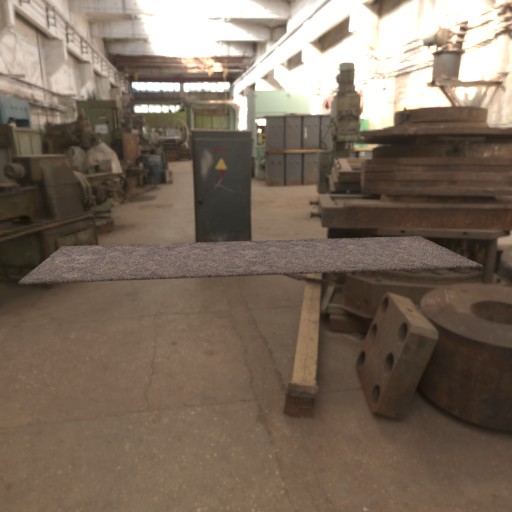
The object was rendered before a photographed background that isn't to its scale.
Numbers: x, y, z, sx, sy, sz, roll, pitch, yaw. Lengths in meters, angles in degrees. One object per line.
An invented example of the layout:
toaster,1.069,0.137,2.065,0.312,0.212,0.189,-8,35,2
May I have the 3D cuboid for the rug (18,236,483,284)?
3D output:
rug,0.000,0.000,2.495,2.296,0.011,0.691,-2,16,-7
